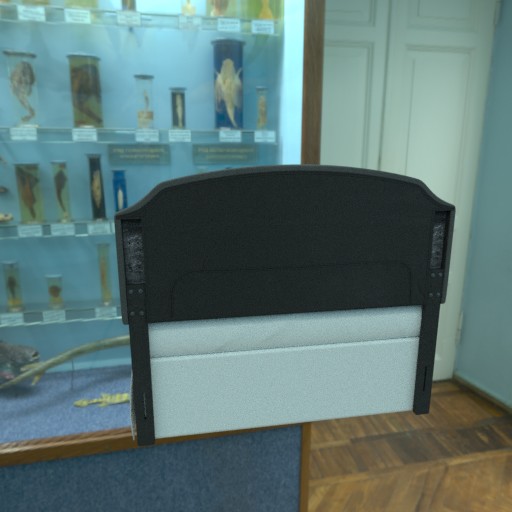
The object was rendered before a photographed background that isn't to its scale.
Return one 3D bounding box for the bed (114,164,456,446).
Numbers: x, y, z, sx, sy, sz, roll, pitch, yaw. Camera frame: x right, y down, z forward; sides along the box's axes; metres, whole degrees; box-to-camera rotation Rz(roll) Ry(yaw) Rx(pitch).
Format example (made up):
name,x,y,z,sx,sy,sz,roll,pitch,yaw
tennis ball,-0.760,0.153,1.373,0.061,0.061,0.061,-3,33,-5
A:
name,x,y,z,sx,sy,sz,roll,pitch,yaw
bed,0.000,0.000,2.968,1.558,1.270,1.999,-2,14,-10
